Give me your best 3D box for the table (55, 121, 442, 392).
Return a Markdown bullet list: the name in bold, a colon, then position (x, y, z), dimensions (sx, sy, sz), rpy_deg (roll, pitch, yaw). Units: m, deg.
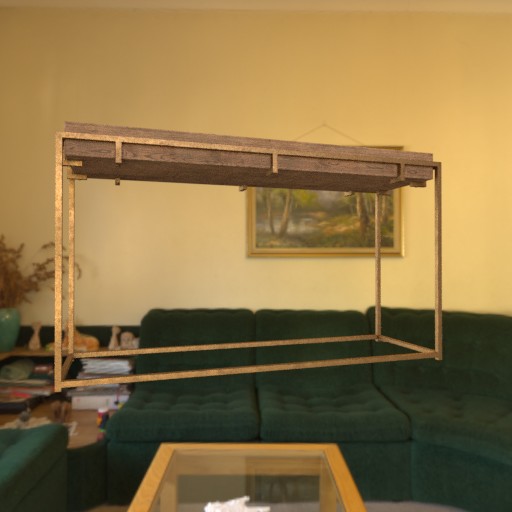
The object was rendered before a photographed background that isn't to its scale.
- **table**: position (0.000, 0.000, 1.747), dimensions (1.400, 0.820, 0.440), rpy_deg (0, -1, -18)
